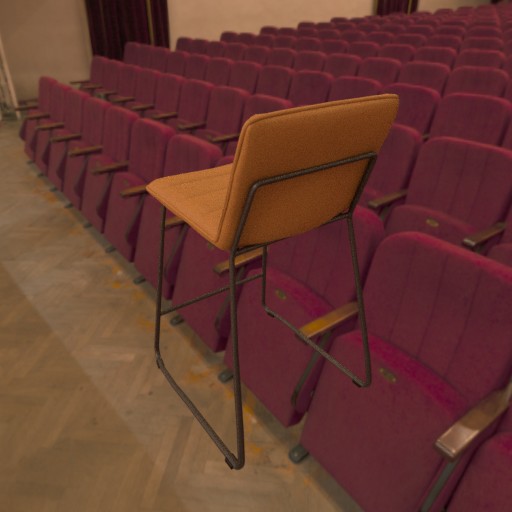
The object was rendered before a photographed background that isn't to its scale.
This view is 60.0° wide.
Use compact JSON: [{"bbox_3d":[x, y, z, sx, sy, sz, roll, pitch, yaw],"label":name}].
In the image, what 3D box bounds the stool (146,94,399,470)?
[{"bbox_3d":[0.000,0.000,1.190,0.489,0.866,0.524,-20,35,-31],"label":"stool"}]
